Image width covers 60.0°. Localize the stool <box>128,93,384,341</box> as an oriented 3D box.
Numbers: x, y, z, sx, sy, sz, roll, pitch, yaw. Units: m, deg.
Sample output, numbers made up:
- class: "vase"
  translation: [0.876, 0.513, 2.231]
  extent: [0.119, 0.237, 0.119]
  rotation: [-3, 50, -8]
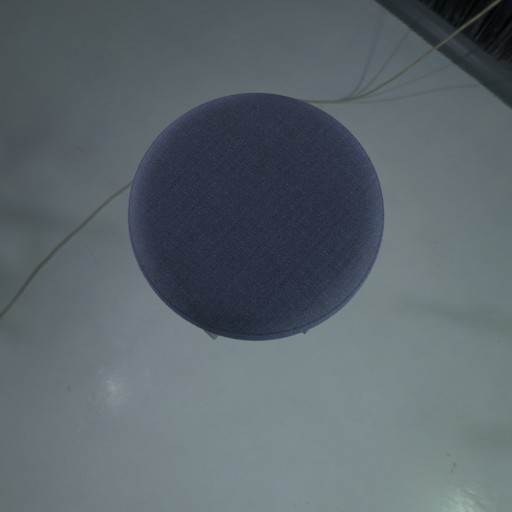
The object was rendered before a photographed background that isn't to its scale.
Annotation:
- class: "stool"
  translation: [0.000, 0.000, 1.064]
  extent: [0.446, 0.758, 0.446]
  rotation: [0, 77, 0]
